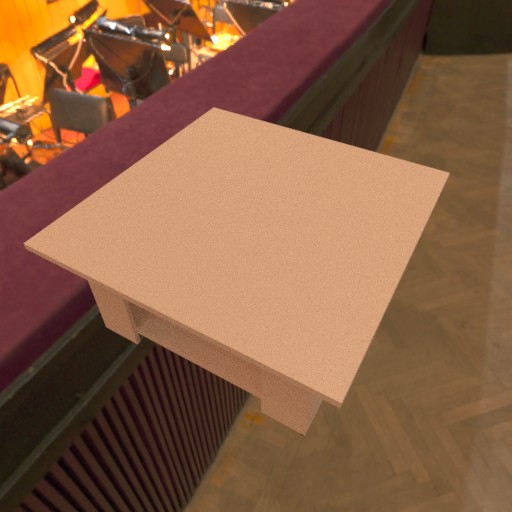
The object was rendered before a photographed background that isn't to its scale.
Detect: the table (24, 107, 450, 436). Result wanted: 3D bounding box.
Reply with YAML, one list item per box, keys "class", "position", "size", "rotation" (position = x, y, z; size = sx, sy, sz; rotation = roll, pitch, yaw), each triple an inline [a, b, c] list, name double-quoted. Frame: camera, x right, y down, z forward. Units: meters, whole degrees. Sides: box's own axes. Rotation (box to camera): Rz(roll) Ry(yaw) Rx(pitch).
- class: "table"
  position: [0.000, 0.000, 1.068]
  size: [0.670, 0.305, 0.670]
  rotation: [22, 49, 21]
